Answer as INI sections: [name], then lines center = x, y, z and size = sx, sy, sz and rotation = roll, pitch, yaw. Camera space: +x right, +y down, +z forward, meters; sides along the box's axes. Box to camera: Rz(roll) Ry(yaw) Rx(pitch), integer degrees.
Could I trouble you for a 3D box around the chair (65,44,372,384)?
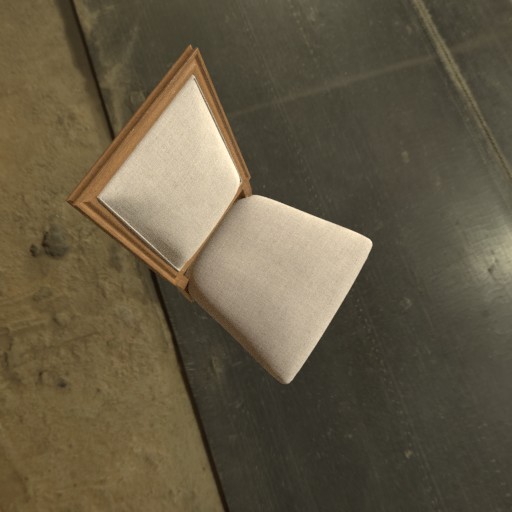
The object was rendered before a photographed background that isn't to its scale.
[chair]
center = 0.000, 0.000, 1.322
size = 0.601, 0.988, 0.536
rotation = 32, 78, 7
